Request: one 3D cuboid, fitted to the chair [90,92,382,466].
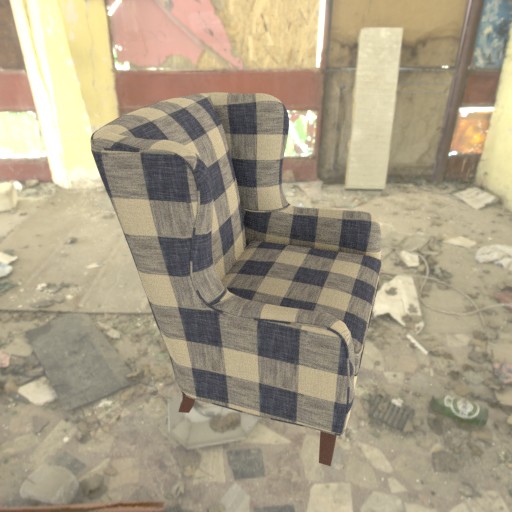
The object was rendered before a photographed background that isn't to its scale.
[{"bbox_3d":[0.000,0.000,1.651,0.889,1.041,0.830,10,31,17],"label":"chair"}]
